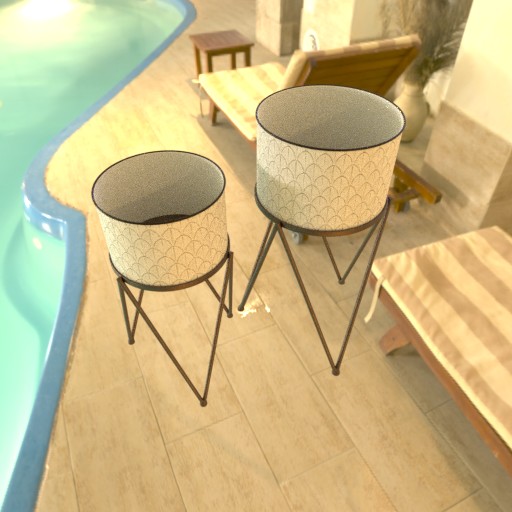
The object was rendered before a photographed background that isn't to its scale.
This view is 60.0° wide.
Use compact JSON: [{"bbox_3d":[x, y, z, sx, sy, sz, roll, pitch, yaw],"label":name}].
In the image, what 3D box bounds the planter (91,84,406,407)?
[{"bbox_3d":[0.000,0.000,1.167,0.769,0.712,0.413,-13,44,-14],"label":"planter"}]
